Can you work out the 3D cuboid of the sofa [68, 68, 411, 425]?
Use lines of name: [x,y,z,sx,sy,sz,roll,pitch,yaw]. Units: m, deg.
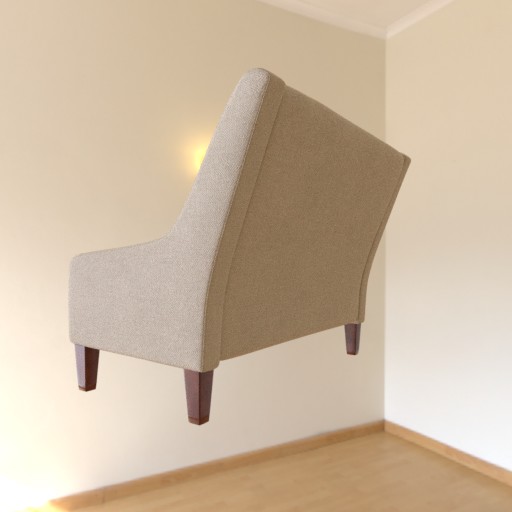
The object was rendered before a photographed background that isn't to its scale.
sofa: [0.000,0.000,1.866,0.946,0.976,1.212,0,0,35]
